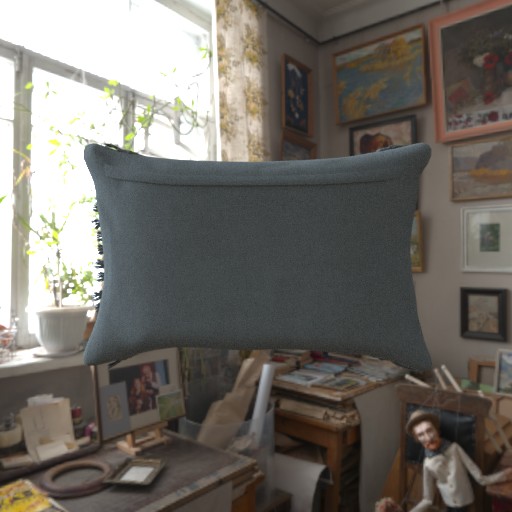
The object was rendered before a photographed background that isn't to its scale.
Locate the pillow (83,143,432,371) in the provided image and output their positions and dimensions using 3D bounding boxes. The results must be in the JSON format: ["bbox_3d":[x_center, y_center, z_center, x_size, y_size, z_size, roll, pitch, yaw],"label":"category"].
[{"bbox_3d":[0.000,0.000,0.590,0.466,0.305,0.084,0,-2,1],"label":"pillow"}]
